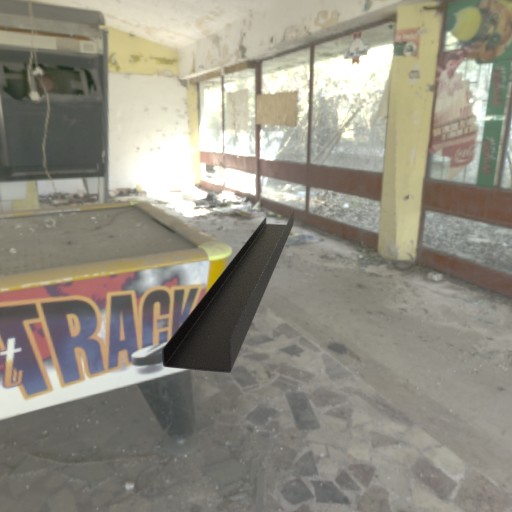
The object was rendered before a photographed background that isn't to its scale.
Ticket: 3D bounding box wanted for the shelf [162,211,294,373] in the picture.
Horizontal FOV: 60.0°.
[{"bbox_3d":[0.000,0.000,1.005,0.092,0.049,0.924,3,16,9],"label":"shelf"}]
